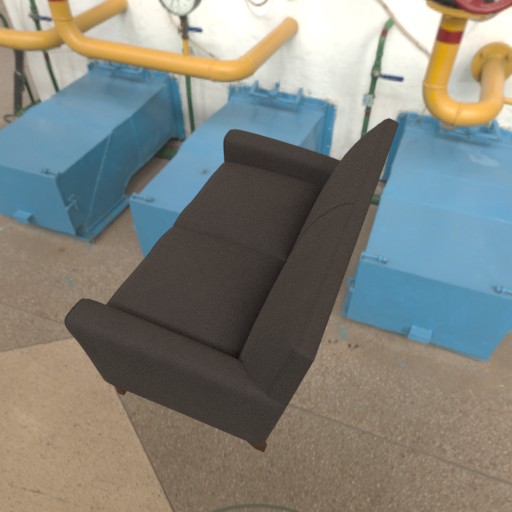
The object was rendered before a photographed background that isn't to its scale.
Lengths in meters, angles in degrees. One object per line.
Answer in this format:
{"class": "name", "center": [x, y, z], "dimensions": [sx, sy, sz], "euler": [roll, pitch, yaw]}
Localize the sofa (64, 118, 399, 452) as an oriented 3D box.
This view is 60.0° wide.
{"class": "sofa", "center": [0.000, 0.000, 1.991], "dimensions": [0.871, 0.846, 1.420], "euler": [16, 47, 15]}
